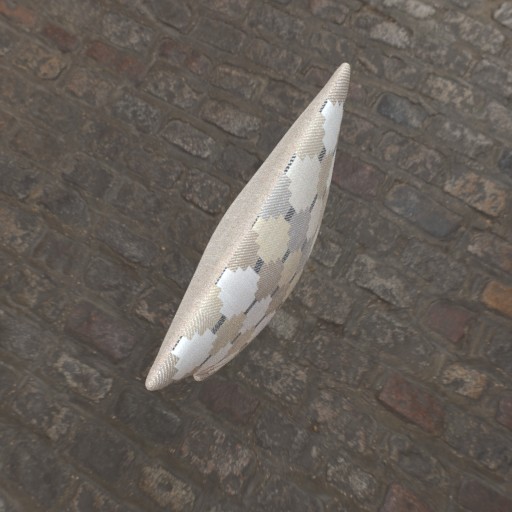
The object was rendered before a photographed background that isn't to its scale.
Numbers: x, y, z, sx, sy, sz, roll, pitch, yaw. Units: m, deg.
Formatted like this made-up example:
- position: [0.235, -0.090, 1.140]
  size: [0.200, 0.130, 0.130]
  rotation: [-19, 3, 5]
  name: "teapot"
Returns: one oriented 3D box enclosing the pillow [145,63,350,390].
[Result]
- position: [0.000, 0.000, 0.884]
  size: [0.192, 0.558, 0.578]
  rotation: [29, 78, 7]
  name: "pillow"
